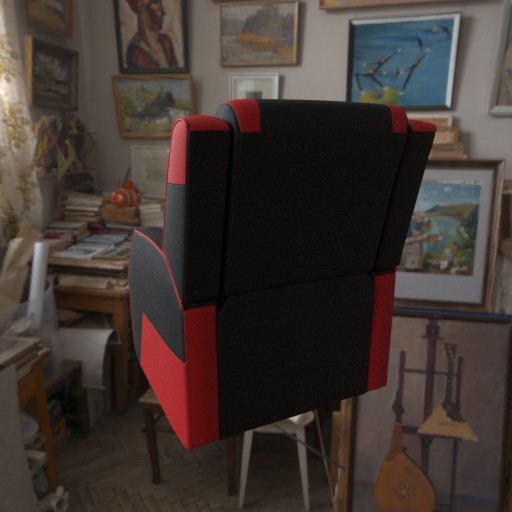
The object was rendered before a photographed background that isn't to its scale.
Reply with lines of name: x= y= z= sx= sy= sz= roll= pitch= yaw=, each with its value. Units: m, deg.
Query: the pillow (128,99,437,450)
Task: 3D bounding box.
pillow: x=0.000 y=0.000 z=1.268 sx=0.620 sy=0.805 sz=0.672 roll=-8 pitch=17 yaw=-26
